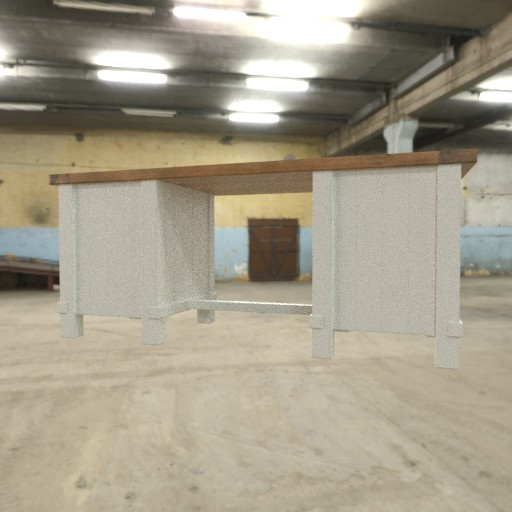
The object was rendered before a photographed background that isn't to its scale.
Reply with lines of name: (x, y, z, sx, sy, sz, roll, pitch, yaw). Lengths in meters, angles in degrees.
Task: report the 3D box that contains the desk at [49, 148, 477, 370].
desk: (0.000, 0.000, 2.119, 1.803, 0.760, 0.688, 1, 2, 18)
